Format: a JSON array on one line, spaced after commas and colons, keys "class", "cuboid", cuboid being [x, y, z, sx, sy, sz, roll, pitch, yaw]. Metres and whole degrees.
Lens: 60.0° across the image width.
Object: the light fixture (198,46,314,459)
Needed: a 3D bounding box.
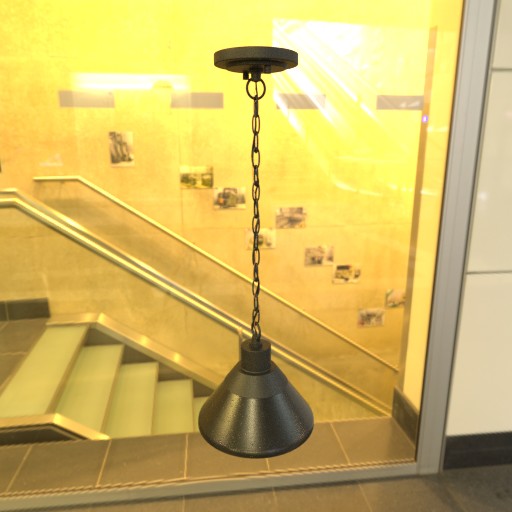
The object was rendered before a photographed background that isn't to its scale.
[{"class": "light fixture", "cuboid": [0.000, 0.000, 0.701, 0.201, 0.588, 0.201, -7, 16, -25]}]
